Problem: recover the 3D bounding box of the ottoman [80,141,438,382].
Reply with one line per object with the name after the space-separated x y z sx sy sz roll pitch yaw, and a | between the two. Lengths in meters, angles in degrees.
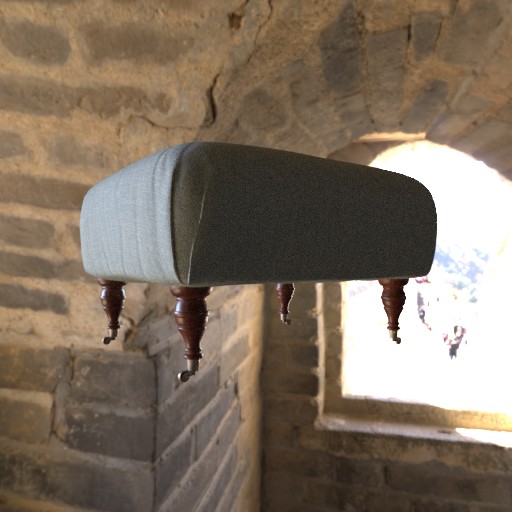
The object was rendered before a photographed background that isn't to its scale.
0.000 0.000 1.127 0.747 0.450 0.622 1 -1 -36 | ottoman
